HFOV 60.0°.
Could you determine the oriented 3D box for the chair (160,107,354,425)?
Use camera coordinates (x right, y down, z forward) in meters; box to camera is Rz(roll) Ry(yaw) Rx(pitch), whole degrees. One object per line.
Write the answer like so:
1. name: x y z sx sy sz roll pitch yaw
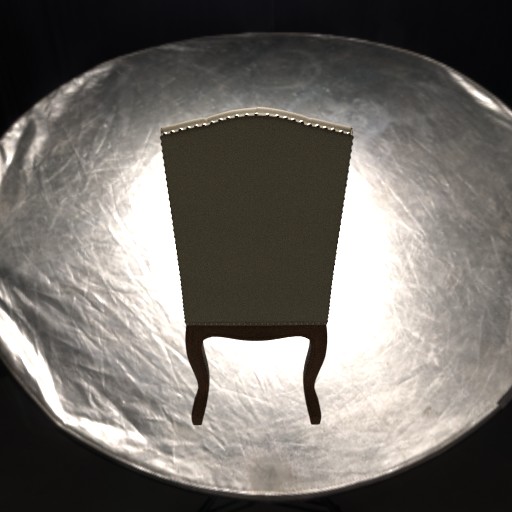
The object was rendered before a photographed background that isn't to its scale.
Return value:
1. chair: 0.000 0.000 1.607 0.623 1.165 0.715 0 30 0
